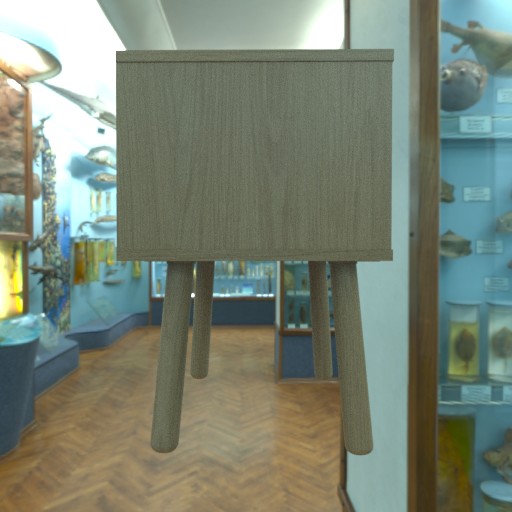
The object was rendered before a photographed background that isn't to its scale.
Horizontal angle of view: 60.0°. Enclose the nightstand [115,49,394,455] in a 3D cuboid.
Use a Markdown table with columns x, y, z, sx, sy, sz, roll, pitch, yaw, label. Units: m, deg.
| x | y | z | sx | sy | sz | roll | pitch | yaw | label |
| --- | --- | --- | --- | --- | --- | --- | --- | --- | --- |
| 0.000 | 0.000 | 0.834 | 0.380 | 0.571 | 0.450 | 0 | 1 | 1 | nightstand |
